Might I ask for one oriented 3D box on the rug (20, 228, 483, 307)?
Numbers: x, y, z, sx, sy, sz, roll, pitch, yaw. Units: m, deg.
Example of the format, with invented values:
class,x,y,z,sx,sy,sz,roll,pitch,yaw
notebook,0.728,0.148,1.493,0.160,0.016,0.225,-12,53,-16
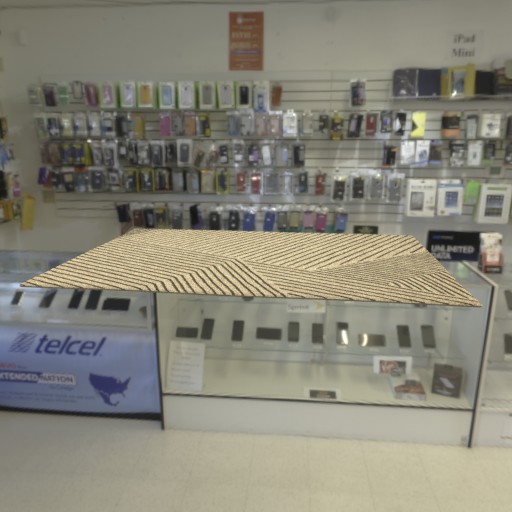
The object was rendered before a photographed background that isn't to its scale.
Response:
class,x,y,z,sx,sy,sz,roll,pitch,yaw
rug,0.000,0.000,2.325,1.842,0.019,1.237,2,15,7
